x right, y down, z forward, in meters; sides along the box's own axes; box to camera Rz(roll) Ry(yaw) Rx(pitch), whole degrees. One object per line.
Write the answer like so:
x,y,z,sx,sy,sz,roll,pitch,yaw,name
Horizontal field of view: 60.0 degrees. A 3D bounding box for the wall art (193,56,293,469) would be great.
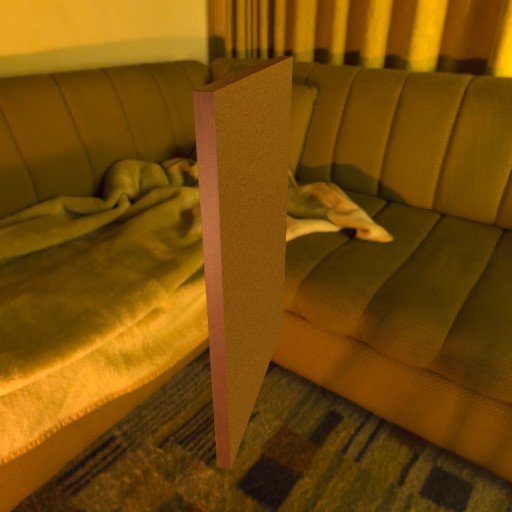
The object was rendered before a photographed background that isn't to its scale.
0.000,0.000,1.168,0.037,0.914,0.610,8,30,14,wall art
